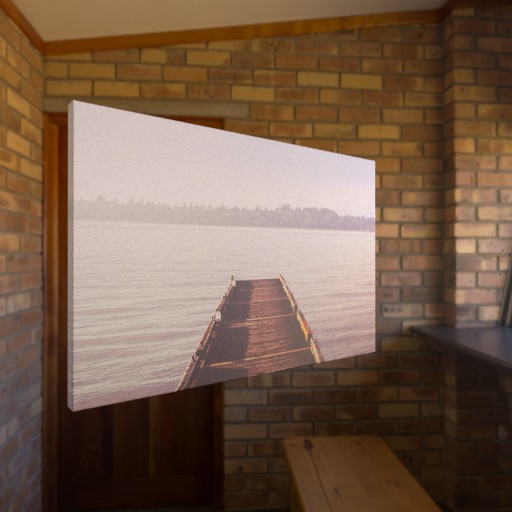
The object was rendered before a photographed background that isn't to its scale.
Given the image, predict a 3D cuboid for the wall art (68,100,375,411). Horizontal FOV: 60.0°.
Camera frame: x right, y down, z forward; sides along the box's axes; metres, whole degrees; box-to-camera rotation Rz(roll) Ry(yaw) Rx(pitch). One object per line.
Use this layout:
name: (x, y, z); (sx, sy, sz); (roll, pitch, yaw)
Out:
wall art: (0.000, 0.000, 1.150); (0.916, 0.609, 0.037); (0, 0, -37)
